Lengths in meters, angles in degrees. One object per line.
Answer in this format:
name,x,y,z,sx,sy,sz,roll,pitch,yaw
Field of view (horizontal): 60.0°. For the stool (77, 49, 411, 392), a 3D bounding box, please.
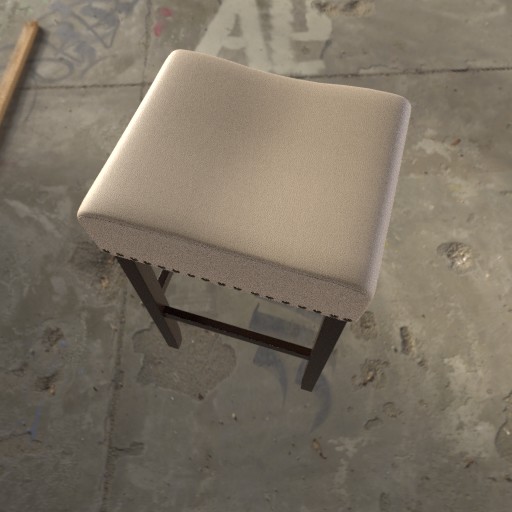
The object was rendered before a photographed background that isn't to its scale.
stool,0.000,0.000,1.057,0.471,0.762,0.401,15,64,8
